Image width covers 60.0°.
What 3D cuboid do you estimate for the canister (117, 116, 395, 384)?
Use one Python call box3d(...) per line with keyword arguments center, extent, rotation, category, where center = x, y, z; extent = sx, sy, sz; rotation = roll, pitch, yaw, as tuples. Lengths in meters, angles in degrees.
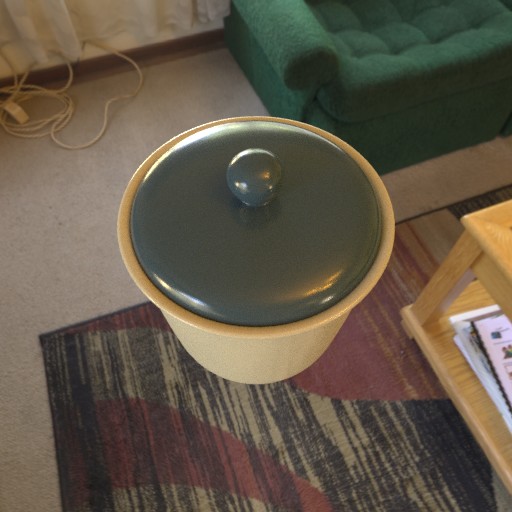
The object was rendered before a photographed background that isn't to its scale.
box3d(center=(0.000, 0.000, 0.343), extent=(0.182, 0.208, 0.182), rotation=(0, 58, 0), category="canister")
